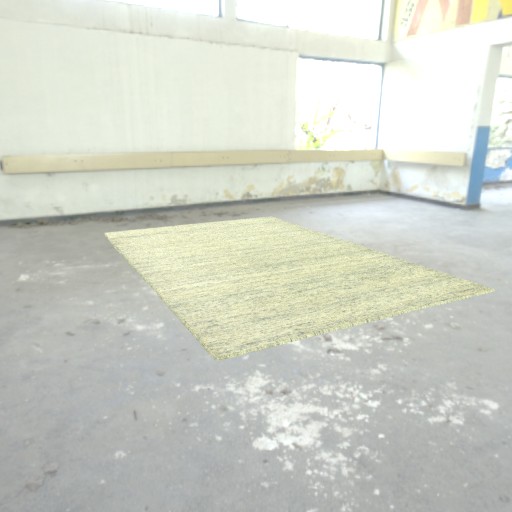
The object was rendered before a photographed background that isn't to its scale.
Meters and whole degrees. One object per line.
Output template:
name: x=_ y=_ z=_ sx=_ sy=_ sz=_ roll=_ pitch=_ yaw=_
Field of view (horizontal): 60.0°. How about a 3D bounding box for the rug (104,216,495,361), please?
rug: x=0.000 y=0.000 z=2.314 sx=1.243 sy=0.014 sz=1.846 roll=-8 pitch=17 yaw=-27
